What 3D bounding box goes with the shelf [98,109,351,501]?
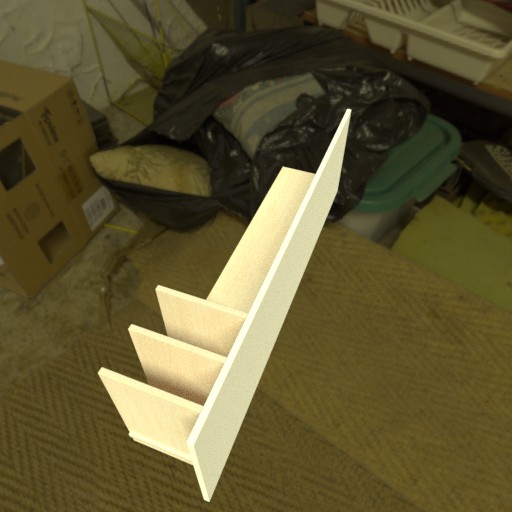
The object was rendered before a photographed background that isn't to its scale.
[{"bbox_3d":[0.000,0.000,1.097,0.200,0.300,1.020,16,49,14],"label":"shelf"}]
